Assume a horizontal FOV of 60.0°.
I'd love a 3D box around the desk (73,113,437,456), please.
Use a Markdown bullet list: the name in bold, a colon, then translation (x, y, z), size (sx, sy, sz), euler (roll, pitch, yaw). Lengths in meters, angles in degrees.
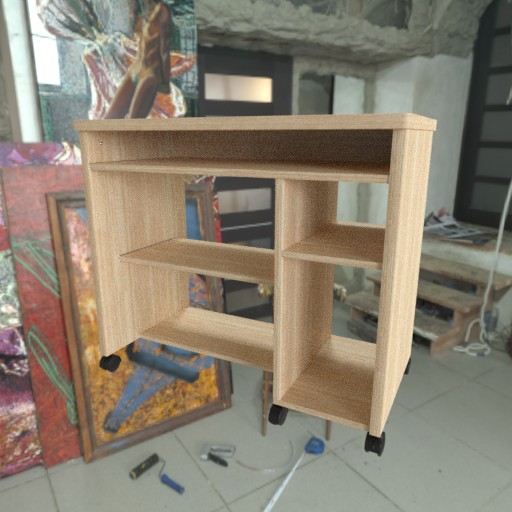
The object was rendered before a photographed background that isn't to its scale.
- **desk**: translation (0.000, 0.000, 1.314), size (0.884, 0.770, 0.480), euler (8, 17, 26)
